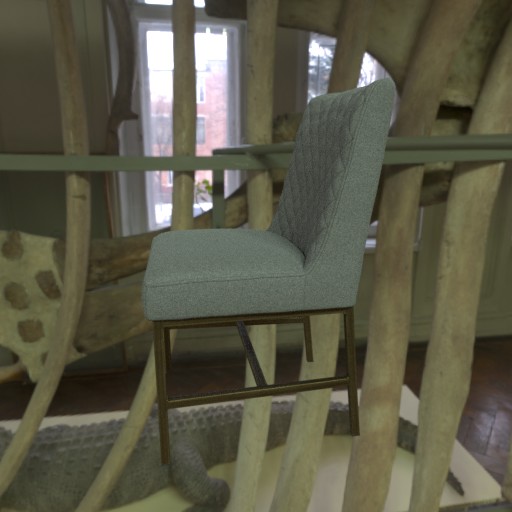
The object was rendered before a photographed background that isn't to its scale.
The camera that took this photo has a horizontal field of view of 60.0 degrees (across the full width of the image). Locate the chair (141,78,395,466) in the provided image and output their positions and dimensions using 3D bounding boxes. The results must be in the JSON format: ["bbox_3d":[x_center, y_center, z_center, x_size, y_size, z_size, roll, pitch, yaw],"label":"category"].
[{"bbox_3d":[0.000,0.000,1.220,0.587,0.889,0.508,-3,15,-10],"label":"chair"}]
